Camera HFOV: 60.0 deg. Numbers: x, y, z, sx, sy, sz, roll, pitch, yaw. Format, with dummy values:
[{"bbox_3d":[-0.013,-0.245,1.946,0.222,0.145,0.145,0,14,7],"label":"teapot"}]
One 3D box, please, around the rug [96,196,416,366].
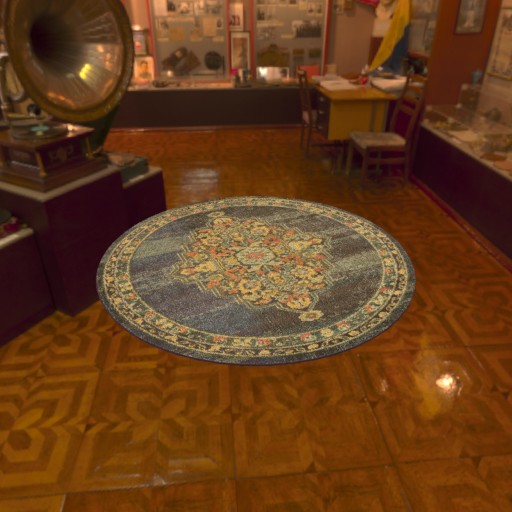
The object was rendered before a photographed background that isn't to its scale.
[{"bbox_3d":[0.000,0.000,2.308,1.591,0.010,1.591,0,30,0],"label":"rug"}]
